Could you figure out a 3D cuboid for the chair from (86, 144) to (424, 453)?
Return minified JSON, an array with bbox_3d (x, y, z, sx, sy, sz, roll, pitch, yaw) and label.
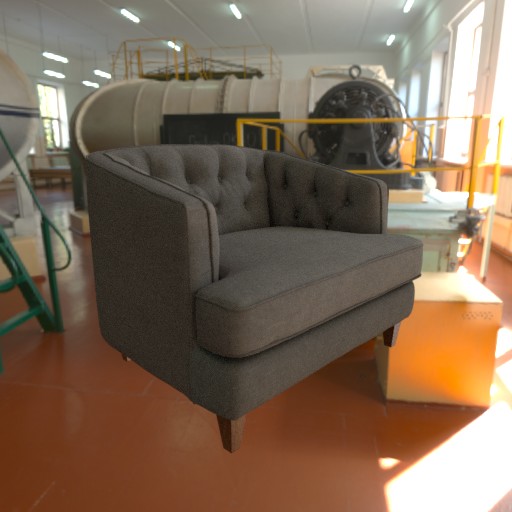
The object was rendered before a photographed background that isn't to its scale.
[{"bbox_3d":[0.000,0.000,1.740,0.941,0.852,1.104,13,19,42],"label":"chair"}]
